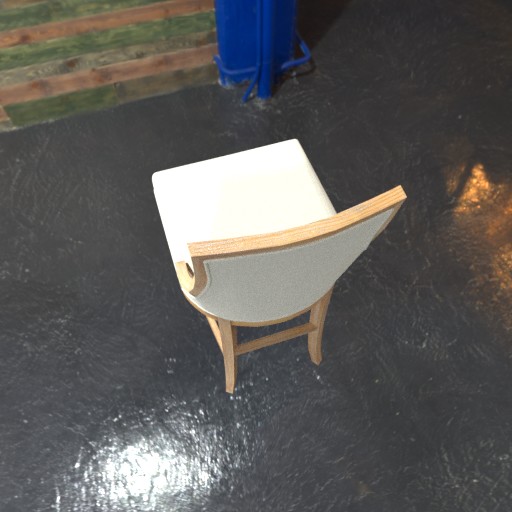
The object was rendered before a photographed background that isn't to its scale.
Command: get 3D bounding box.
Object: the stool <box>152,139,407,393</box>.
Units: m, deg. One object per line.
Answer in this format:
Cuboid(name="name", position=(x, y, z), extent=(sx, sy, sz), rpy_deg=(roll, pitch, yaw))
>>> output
Cuboid(name="stool", position=(0.000, 0.000, 1.435), extent=(0.524, 1.101, 0.626), rpy_deg=(-16, 60, -9))
